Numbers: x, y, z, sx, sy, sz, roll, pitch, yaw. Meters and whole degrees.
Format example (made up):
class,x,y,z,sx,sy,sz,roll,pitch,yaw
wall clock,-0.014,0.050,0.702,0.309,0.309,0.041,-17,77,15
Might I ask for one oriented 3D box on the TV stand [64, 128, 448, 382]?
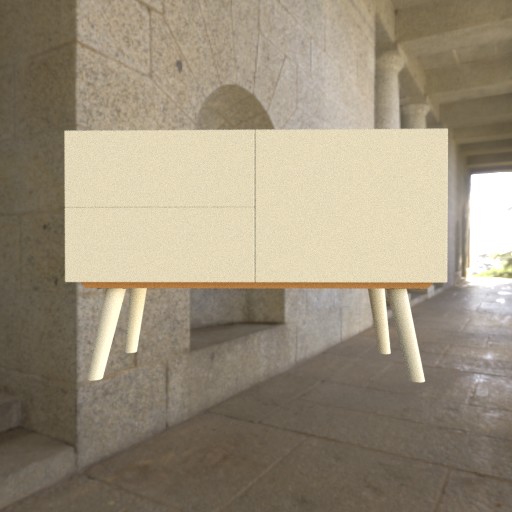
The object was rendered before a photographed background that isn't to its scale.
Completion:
class,x,y,z,sx,sy,sz,roll,pitch,yaw
TV stand,0.000,0.000,1.350,0.991,0.660,0.407,0,1,1
